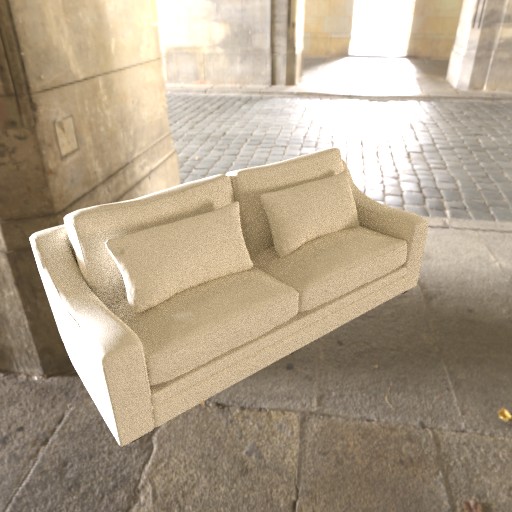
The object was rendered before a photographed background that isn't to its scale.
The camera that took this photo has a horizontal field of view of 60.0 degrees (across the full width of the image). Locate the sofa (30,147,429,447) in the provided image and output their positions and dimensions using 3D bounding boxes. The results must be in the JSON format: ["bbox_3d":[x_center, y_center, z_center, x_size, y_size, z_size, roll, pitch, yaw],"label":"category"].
[{"bbox_3d":[0.000,0.000,2.961,2.470,1.022,1.009,-20,35,-32],"label":"sofa"}]
